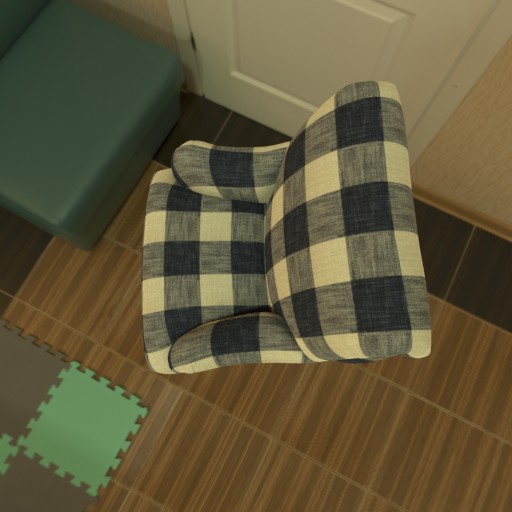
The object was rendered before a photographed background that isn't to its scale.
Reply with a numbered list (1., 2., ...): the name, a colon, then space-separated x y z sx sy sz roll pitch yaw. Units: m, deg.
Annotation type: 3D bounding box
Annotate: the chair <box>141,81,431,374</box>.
1. chair: 0.000 0.000 1.553 0.848 0.953 0.781 -2 75 0
